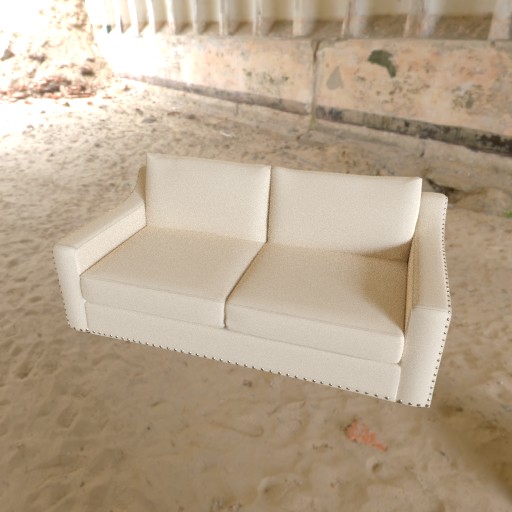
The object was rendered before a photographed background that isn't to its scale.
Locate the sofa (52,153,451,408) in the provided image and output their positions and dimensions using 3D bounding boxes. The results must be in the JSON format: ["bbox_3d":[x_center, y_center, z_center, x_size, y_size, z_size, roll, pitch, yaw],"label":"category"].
[{"bbox_3d":[0.000,0.000,2.307,1.812,0.830,0.949,9,29,16],"label":"sofa"}]
